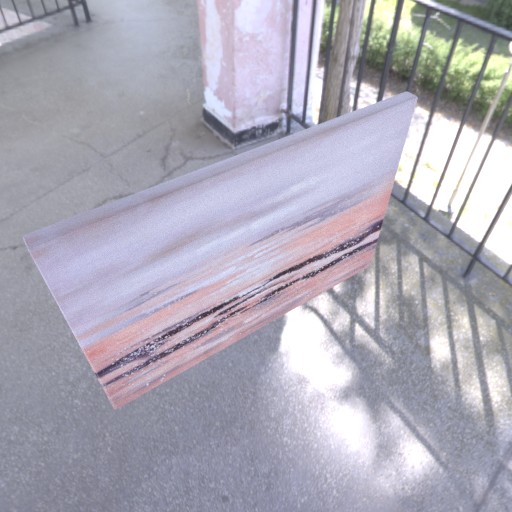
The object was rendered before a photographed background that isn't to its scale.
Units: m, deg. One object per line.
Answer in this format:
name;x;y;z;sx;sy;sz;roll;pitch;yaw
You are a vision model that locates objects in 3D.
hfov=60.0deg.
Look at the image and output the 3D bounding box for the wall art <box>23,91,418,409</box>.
wall art;0.000;0.000;1.123;0.913;0.609;0.038;-26;52;-22
